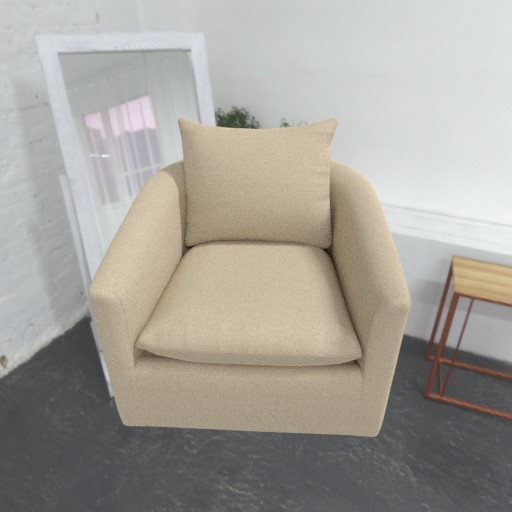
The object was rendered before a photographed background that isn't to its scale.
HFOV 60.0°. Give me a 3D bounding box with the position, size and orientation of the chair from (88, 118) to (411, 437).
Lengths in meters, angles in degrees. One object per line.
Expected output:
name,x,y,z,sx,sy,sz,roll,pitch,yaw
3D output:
chair,0.000,0.000,1.579,0.845,0.848,0.910,2,30,3
